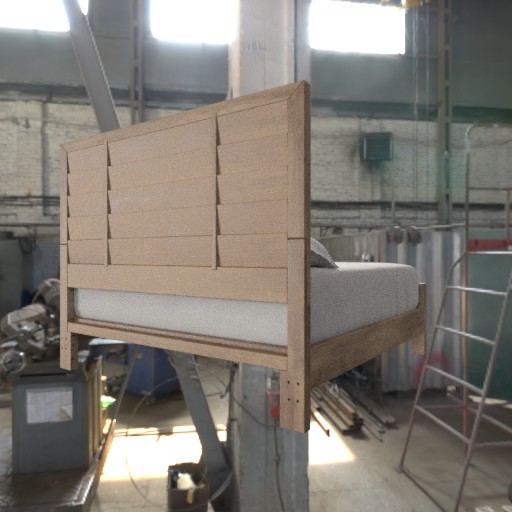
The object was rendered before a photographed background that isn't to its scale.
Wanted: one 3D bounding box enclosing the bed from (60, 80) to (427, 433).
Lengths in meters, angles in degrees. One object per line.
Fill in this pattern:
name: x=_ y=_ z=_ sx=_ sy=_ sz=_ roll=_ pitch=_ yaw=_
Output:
bed: x=0.000 y=0.000 z=3.460 sx=2.032 sy=1.626 sz=2.062 roll=0 pitch=0 yaw=36
